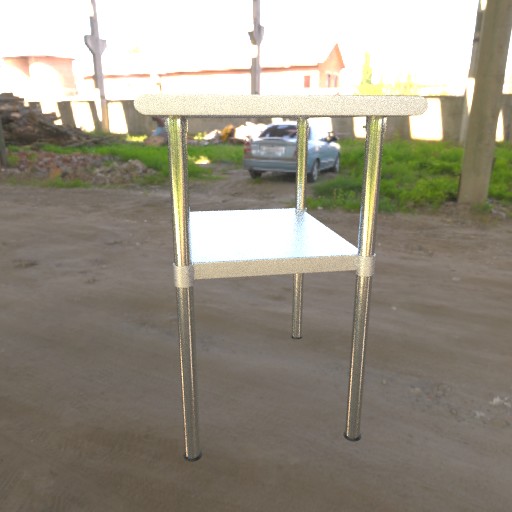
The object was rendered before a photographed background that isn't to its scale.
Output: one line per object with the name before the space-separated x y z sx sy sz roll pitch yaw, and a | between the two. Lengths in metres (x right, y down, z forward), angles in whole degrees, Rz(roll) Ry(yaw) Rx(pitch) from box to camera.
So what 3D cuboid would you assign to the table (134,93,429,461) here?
table | 0.000 0.000 1.337 0.584 0.876 0.762 -3 17 -9
